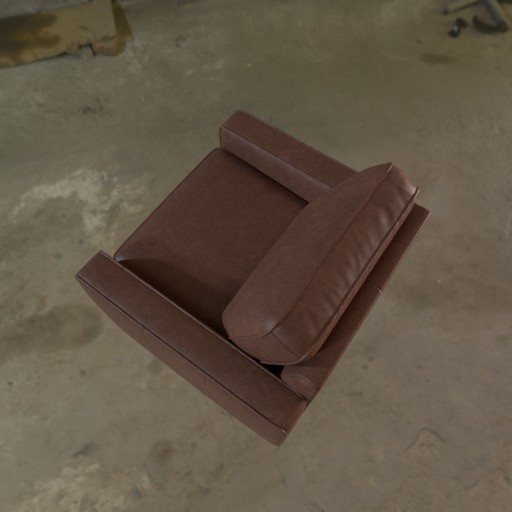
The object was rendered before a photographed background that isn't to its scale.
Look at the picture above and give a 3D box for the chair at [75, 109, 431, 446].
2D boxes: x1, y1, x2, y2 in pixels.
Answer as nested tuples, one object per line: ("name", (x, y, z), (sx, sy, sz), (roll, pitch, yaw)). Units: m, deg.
("chair", (0.000, 0.000, 1.736), (0.940, 0.919, 1.017), (33, 68, 15))
